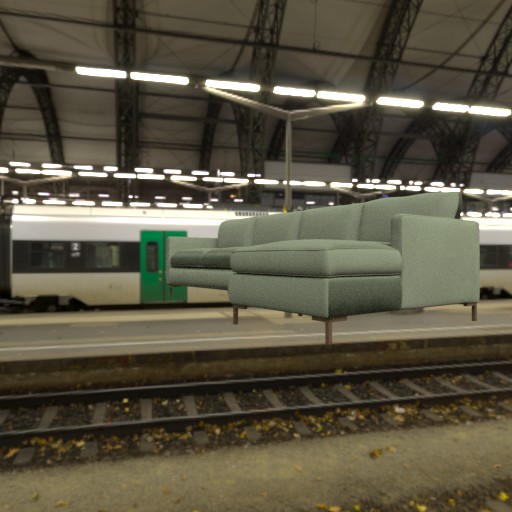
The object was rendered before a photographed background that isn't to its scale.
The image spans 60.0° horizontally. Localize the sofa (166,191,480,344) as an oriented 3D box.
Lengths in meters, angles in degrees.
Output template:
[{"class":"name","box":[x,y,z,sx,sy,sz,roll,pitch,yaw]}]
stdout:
[{"class":"sofa","box":[0.000,0.000,3.256,1.255,0.756,2.725,0,-1,-36]}]
